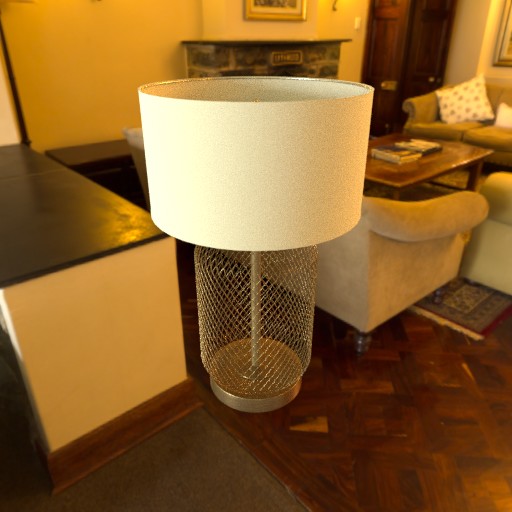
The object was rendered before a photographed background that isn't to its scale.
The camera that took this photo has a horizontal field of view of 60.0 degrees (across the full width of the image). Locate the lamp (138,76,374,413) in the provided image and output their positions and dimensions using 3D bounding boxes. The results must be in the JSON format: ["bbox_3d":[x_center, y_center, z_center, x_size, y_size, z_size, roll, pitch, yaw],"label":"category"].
[{"bbox_3d":[0.000,0.000,0.805,0.353,0.578,0.353,0,27,0],"label":"lamp"}]
